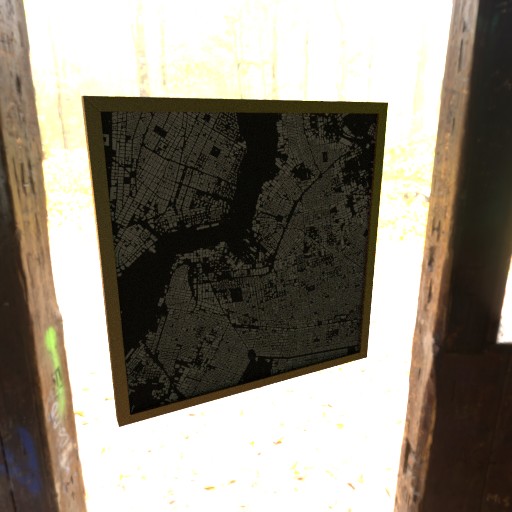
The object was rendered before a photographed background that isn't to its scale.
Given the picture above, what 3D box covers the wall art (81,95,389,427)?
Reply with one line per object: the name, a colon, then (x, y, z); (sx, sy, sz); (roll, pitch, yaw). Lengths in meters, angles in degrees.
wall art: (0.000, 0.000, 2.893); (1.926, 1.926, 0.099); (-8, 19, -25)
